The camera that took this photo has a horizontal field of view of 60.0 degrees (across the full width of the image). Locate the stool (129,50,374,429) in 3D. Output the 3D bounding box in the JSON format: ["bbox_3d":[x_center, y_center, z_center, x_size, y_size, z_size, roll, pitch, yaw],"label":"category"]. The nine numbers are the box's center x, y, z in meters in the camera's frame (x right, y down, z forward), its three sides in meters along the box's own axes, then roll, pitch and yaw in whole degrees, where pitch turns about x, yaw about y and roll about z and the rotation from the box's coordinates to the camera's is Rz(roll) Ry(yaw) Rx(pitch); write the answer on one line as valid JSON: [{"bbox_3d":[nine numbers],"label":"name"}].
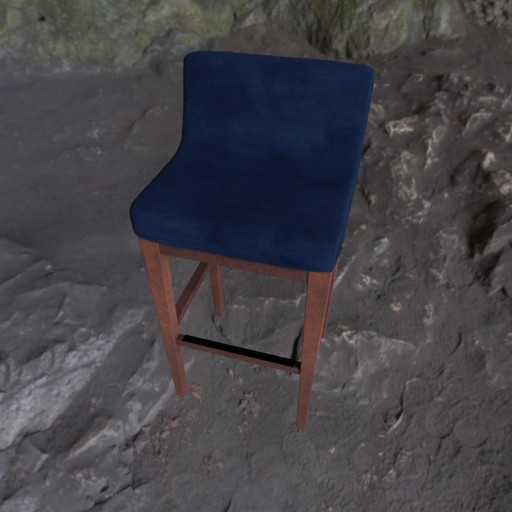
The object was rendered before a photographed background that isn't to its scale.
[{"bbox_3d":[0.000,0.000,1.345,0.511,1.037,0.500,11,42,12],"label":"stool"}]
